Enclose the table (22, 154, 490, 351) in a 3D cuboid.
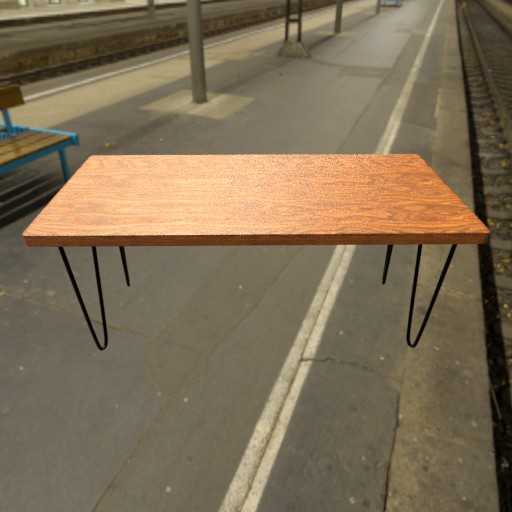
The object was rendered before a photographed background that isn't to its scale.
[{"bbox_3d":[0.000,0.000,2.253,1.791,0.753,0.883,0,32,-1],"label":"table"}]
